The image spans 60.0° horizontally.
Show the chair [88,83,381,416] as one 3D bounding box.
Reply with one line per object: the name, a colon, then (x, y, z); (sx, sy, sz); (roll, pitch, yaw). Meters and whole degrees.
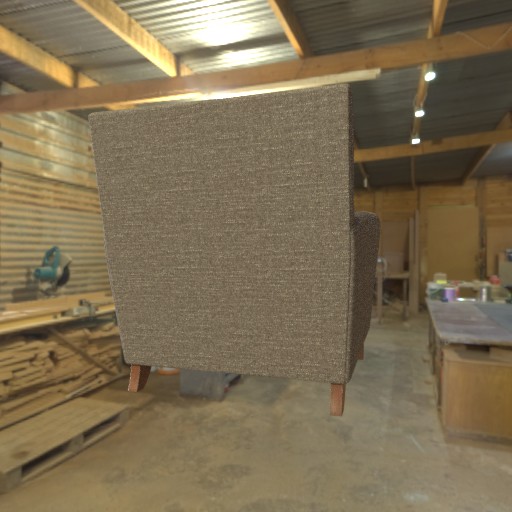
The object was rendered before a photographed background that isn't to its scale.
chair: (0.000, 0.000, 1.614); (0.838, 0.885, 0.875); (0, 1, 18)
